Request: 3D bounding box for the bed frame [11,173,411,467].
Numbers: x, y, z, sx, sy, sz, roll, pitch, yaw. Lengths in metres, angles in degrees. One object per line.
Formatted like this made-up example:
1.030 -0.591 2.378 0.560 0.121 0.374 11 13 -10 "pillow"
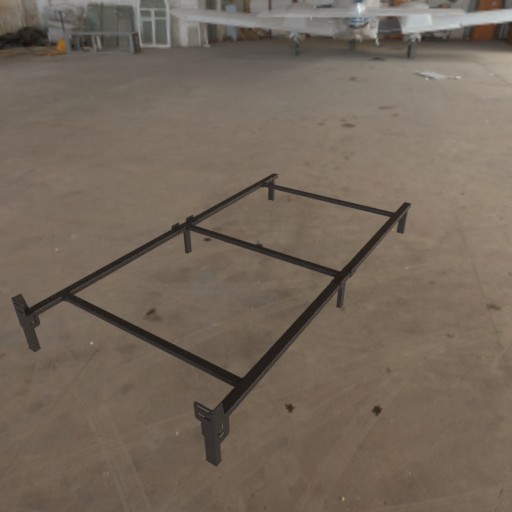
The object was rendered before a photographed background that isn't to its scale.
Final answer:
0.000 0.000 2.188 0.968 0.248 1.897 18 35 28 "bed frame"
